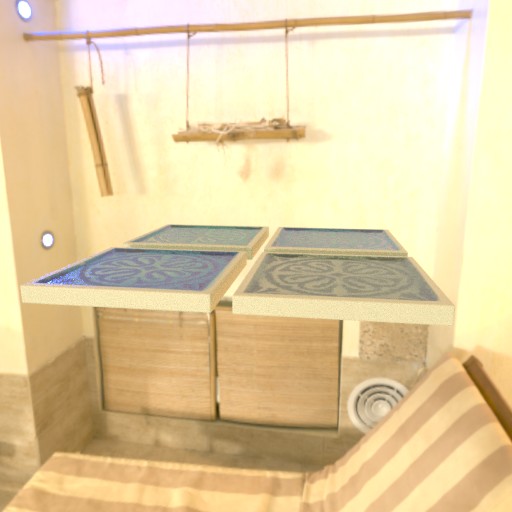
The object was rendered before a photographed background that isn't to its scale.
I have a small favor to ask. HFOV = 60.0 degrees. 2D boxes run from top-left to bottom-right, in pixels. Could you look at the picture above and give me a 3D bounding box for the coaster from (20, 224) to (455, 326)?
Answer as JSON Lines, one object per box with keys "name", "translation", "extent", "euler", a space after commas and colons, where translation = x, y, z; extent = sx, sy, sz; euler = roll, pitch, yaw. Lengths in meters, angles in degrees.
{"name": "coaster", "translation": [0.000, 0.000, 0.321], "extent": [0.214, 0.010, 0.219], "euler": [2, 13, 9]}
